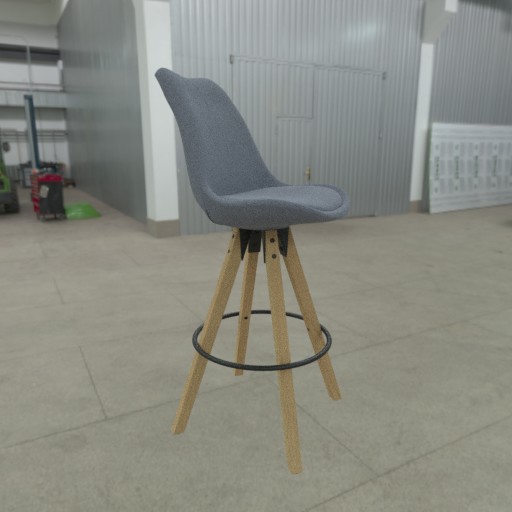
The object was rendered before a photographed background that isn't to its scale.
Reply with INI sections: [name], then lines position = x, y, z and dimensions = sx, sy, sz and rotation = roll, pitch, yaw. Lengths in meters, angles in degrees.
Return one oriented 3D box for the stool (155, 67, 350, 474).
[stool]
position = 0.000, 0.000, 1.407
dimensions = 0.550, 1.115, 0.485
rotation = 7, 15, 25
